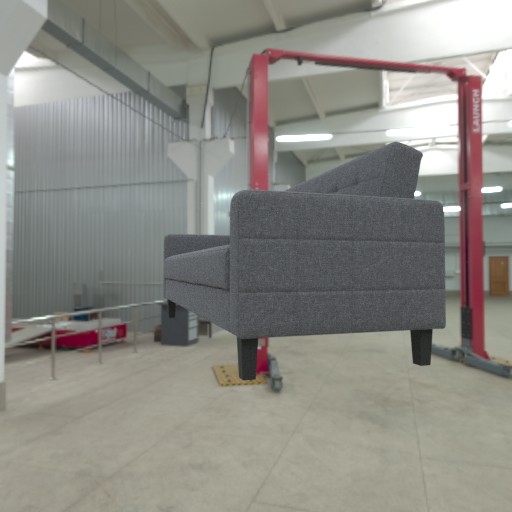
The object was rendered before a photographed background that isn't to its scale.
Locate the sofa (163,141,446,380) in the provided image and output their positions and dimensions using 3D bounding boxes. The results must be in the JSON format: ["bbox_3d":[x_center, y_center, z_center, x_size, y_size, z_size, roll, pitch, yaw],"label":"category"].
[{"bbox_3d":[0.000,0.000,2.444,0.810,0.850,2.040,1,-2,-18],"label":"sofa"}]
